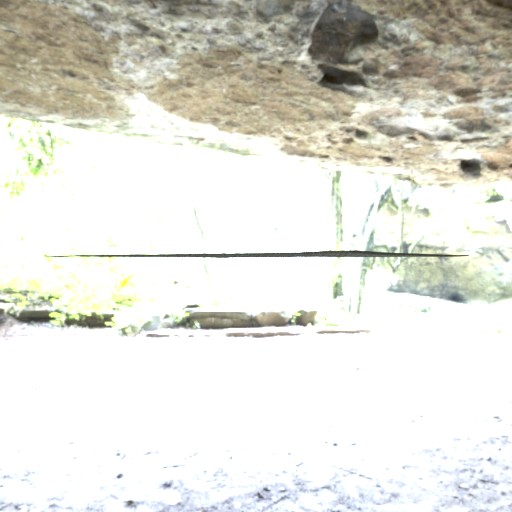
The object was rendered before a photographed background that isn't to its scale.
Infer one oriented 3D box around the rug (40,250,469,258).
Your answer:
[{"bbox_3d":[0.000,0.000,4.027,3.069,0.026,2.451,0,-1,38],"label":"rug"}]
